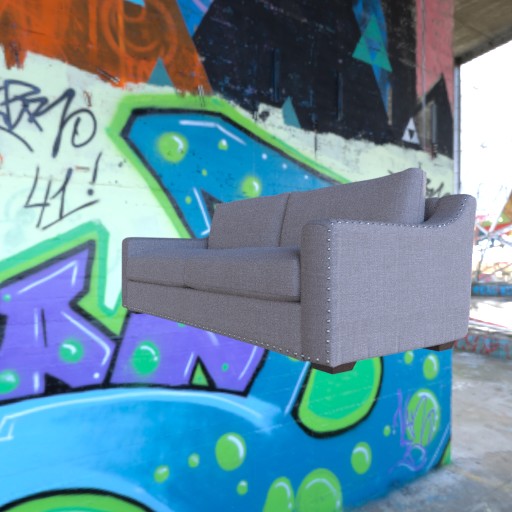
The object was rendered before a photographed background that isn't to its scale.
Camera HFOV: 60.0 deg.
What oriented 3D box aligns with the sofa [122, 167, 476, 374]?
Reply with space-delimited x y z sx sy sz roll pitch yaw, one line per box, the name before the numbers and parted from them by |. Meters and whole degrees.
sofa | 0.000 0.000 2.702 1.000 0.857 2.208 0 0 -35
